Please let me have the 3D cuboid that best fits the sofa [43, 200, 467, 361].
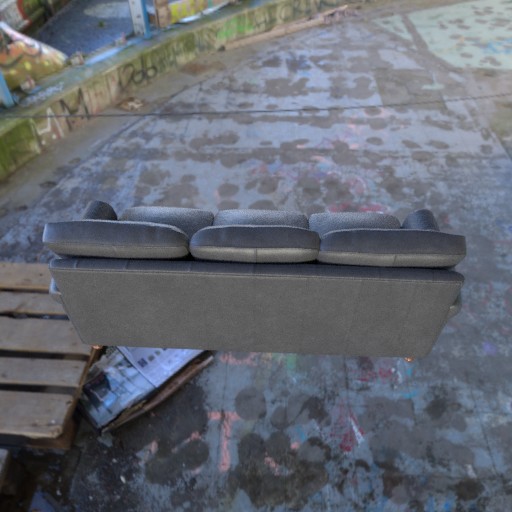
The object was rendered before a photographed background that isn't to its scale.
[{"bbox_3d":[0.000,0.000,2.849,2.387,0.977,0.974,2,45,2],"label":"sofa"}]
